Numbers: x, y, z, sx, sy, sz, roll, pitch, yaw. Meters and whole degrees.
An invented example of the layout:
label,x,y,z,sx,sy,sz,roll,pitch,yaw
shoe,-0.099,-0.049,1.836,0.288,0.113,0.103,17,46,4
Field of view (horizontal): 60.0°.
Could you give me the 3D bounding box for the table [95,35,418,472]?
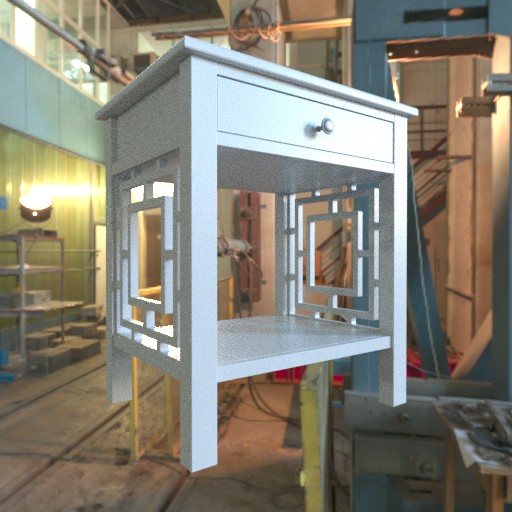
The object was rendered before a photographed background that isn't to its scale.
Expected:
label,x,y,z,sx,sy,sz,roll,pitch,yaw
table,0.000,0.000,0.979,0.564,0.646,0.451,0,1,-36
